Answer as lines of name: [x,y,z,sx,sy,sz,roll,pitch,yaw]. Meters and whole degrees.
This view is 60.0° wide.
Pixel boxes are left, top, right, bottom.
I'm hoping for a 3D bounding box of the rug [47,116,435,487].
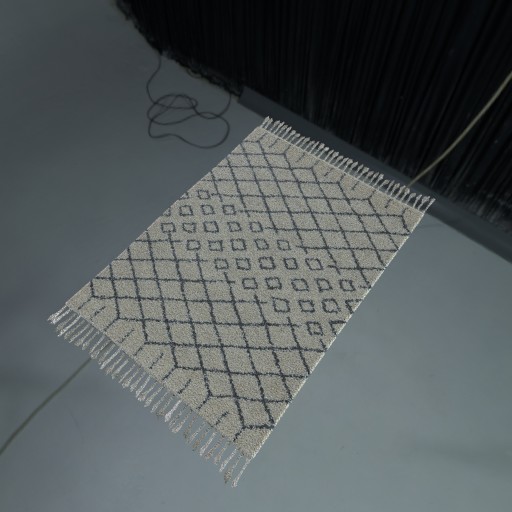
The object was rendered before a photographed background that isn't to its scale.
rug: [0.000,0.000,3.281,1.664,0.029,2.615,33,64,19]
